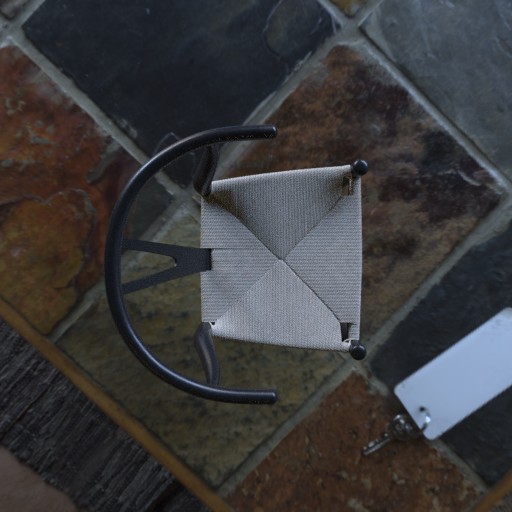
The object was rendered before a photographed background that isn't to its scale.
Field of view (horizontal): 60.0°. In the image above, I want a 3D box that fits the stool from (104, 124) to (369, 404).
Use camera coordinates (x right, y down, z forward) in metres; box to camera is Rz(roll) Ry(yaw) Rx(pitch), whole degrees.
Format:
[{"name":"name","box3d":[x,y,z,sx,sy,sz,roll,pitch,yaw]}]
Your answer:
[{"name":"stool","box3d":[0.000,0.000,1.379,0.579,1.072,0.569,0,93,1]}]
